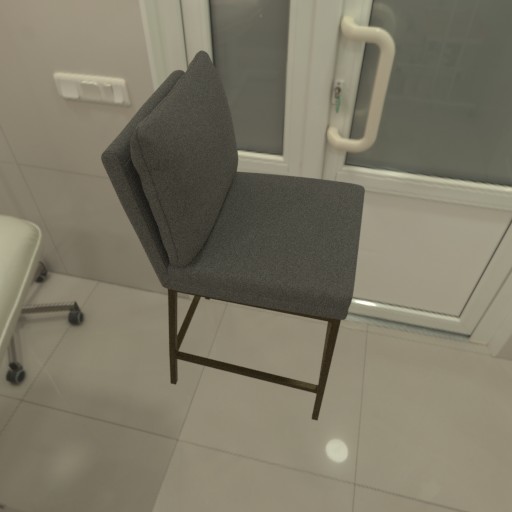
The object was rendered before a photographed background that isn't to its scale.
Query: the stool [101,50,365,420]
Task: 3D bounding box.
[{"bbox_3d":[0.000,0.000,1.327,0.569,1.030,0.463,10,47,9],"label":"stool"}]
